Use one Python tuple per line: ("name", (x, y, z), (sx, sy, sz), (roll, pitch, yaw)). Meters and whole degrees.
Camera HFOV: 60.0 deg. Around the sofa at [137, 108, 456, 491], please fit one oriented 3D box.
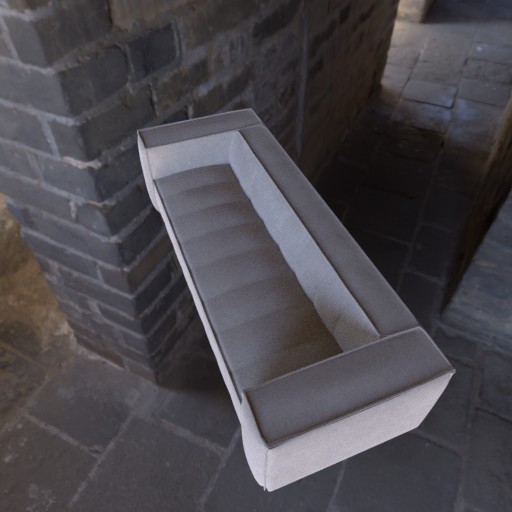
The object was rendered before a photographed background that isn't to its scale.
("sofa", (0.000, 0.000, 3.021), (1.038, 0.680, 2.697), (-16, 49, -15))
